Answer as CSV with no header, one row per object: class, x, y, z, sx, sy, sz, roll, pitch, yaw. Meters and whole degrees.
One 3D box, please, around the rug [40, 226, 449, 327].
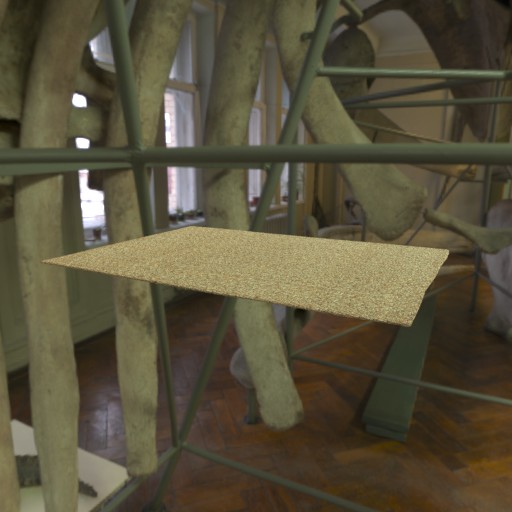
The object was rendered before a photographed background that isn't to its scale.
rug,0.000,0.000,2.799,2.141,0.013,1.566,7,14,27
